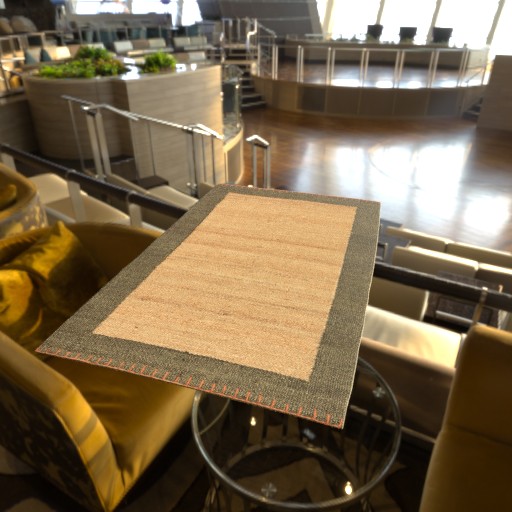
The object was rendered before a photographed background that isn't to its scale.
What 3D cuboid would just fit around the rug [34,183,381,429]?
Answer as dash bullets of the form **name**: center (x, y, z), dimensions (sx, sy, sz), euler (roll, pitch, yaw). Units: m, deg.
- **rug**: center (0.000, 0.000, 2.954), dimensions (1.521, 0.006, 2.435), euler (9, 31, 15)
